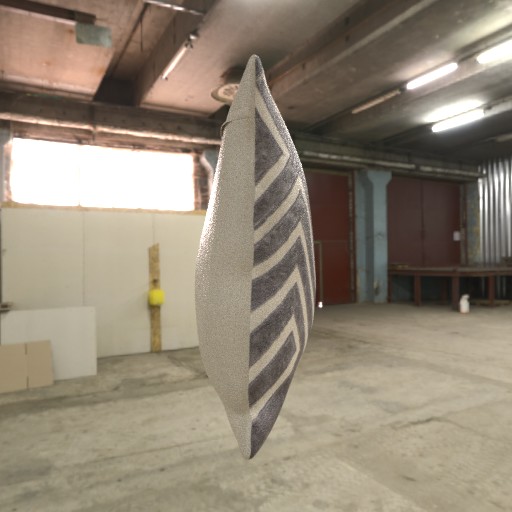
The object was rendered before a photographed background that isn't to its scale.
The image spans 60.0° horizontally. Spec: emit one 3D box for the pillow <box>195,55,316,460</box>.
[{"bbox_3d":[0.000,0.000,0.690,0.182,0.441,0.440,0,0,0],"label":"pillow"}]
